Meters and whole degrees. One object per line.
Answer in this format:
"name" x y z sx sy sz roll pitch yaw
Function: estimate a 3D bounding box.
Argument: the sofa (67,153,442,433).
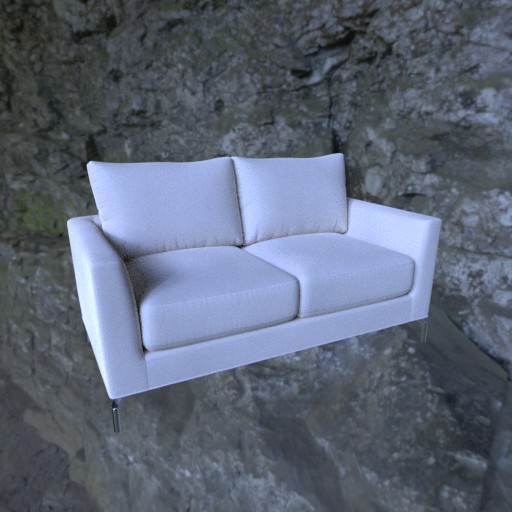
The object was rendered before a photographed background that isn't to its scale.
"sofa" 0.000 0.000 2.339 1.739 0.995 0.906 -8 18 -26
